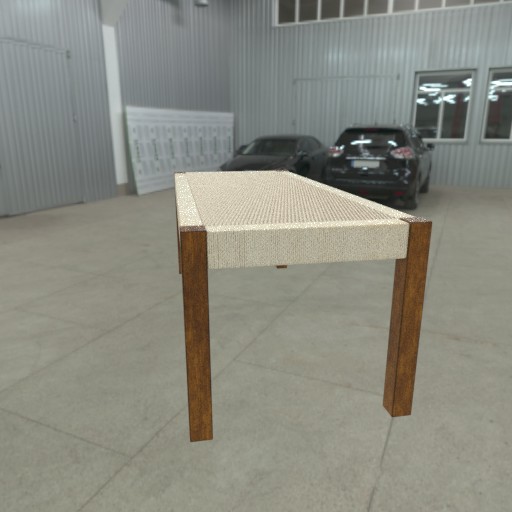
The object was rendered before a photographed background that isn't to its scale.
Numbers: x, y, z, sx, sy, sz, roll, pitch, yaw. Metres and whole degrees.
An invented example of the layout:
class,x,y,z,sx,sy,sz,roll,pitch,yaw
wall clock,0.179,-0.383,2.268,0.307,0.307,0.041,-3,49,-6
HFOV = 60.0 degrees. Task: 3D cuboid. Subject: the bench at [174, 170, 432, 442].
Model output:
class,x,y,z,sx,sy,sz,roll,pitch,yaw
bench,0.000,0.000,1.484,0.507,0.457,1.198,-3,16,-10
